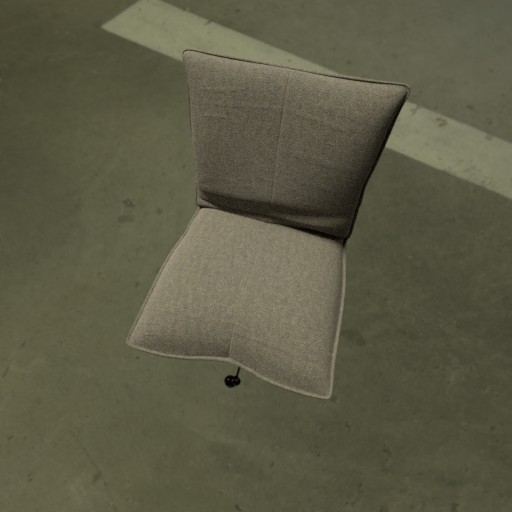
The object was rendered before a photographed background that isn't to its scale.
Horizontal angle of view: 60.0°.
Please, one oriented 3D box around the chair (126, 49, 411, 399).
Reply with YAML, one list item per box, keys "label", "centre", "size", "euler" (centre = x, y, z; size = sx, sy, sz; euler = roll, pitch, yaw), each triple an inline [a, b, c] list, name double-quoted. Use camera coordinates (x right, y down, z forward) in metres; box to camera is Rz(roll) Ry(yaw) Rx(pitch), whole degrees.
- label: "chair"
  centre: [0.000, 0.000, 1.293]
  size: [0.597, 0.811, 0.696]
  euler: [14, 59, 8]
